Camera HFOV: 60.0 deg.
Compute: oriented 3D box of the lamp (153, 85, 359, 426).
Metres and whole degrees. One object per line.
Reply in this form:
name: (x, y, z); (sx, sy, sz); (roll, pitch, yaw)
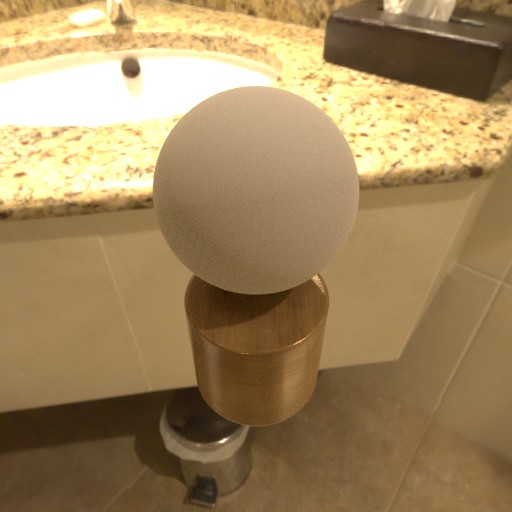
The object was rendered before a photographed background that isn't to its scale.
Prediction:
lamp: (0.000, 0.000, 0.344); (0.141, 0.250, 0.152); (0, 42, 0)
